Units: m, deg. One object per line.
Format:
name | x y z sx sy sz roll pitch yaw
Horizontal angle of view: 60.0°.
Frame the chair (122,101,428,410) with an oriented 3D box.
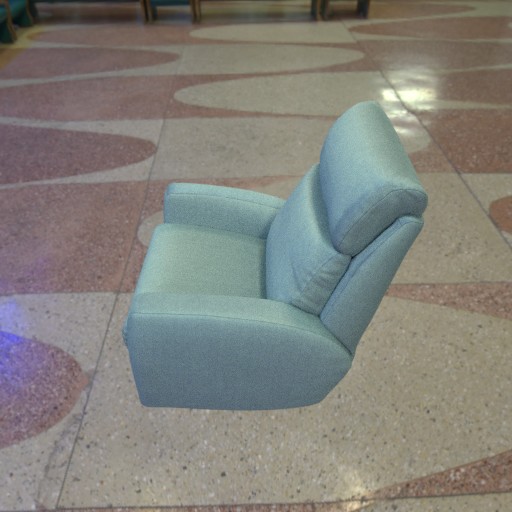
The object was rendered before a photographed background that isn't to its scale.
chair | 0.000 0.000 1.673 0.940 1.013 0.812 1 41 1
